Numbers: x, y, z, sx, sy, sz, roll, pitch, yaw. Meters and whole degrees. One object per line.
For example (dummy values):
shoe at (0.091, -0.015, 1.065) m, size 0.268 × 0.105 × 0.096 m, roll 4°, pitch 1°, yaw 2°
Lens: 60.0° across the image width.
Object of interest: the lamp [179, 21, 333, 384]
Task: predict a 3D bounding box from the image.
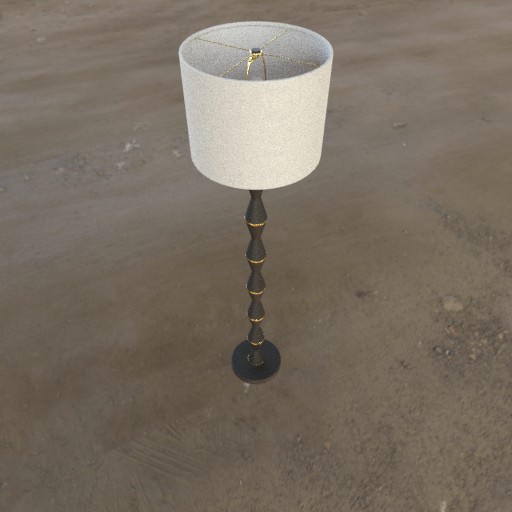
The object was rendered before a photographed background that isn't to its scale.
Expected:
lamp at (0.000, 0.000, 1.628) m, size 0.381 × 1.480 × 0.381 m, roll 22°, pitch 50°, yaw 20°
